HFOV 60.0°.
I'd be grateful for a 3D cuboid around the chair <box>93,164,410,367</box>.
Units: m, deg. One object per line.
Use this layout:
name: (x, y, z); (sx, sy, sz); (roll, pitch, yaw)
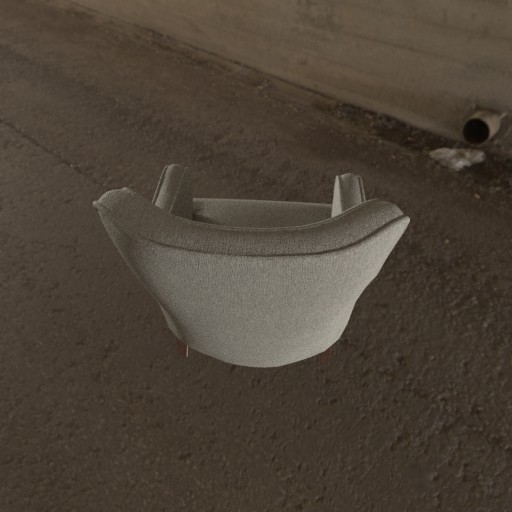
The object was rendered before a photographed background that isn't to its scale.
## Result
chair: (0.000, 0.000, 1.618); (0.820, 0.920, 0.910); (3, 44, 3)
